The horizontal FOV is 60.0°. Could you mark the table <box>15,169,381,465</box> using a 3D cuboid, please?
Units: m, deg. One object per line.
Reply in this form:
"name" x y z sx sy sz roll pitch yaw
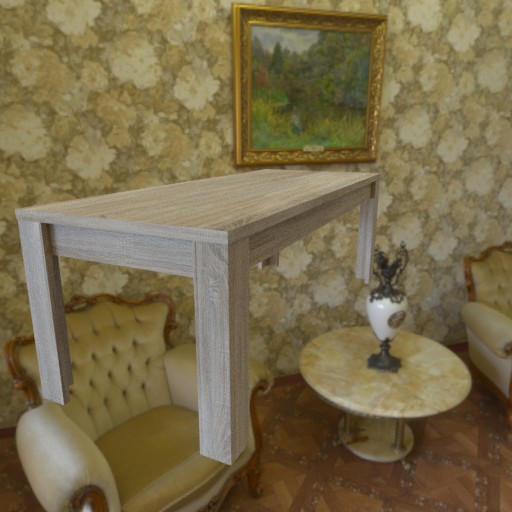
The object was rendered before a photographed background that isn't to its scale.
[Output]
"table" 0.000 0.000 2.498 0.900 0.790 2.200 7 17 25
